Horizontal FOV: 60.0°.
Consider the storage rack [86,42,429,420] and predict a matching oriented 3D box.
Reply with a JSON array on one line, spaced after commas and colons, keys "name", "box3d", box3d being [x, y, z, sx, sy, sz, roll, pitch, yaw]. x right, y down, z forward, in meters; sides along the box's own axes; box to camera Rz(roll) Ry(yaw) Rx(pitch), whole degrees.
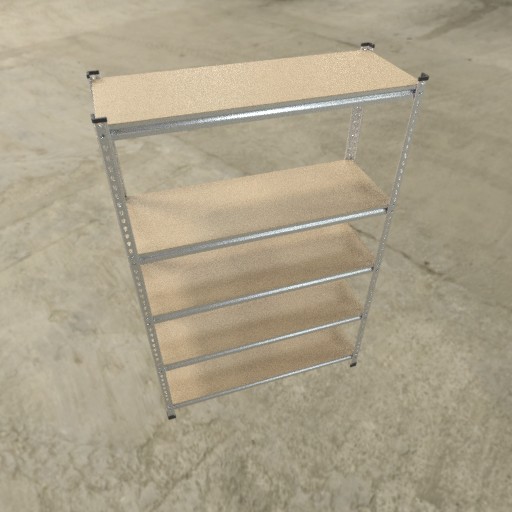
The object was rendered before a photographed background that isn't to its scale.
[{"name": "storage rack", "box3d": [0.000, 0.000, 2.275, 1.219, 1.829, 0.457, -12, 43, -13]}]
